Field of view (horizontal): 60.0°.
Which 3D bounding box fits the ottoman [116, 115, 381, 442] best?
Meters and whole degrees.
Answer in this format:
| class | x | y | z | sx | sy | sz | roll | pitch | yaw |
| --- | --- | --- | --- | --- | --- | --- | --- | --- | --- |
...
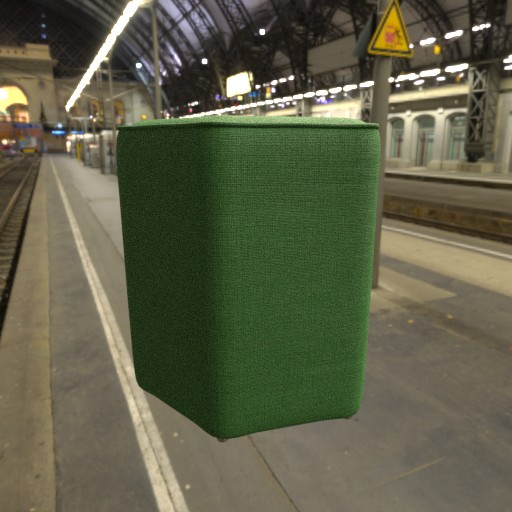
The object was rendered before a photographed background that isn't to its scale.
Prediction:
| class | x | y | z | sx | sy | sz | roll | pitch | yaw |
| --- | --- | --- | --- | --- | --- | --- | --- | --- | --- |
| ottoman | 0.000 | 0.000 | 0.873 | 0.499 | 0.507 | 0.444 | 13 | 19 | 42 |
